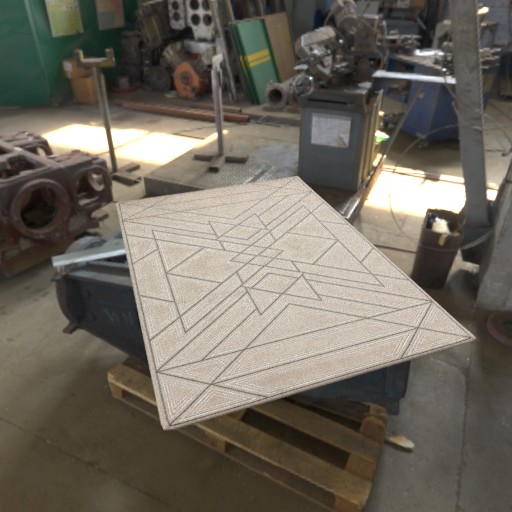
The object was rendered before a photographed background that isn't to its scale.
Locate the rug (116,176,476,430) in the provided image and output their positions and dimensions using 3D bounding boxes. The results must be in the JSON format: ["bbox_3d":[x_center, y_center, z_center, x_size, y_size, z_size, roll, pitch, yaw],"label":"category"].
[{"bbox_3d":[0.000,0.000,4.417,2.436,0.026,3.381,-11,35,-16],"label":"rug"}]
